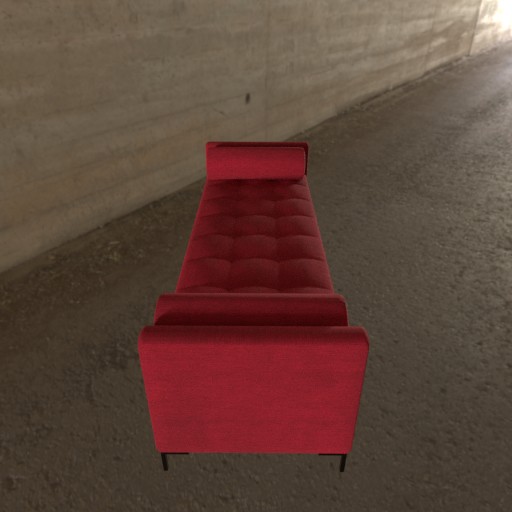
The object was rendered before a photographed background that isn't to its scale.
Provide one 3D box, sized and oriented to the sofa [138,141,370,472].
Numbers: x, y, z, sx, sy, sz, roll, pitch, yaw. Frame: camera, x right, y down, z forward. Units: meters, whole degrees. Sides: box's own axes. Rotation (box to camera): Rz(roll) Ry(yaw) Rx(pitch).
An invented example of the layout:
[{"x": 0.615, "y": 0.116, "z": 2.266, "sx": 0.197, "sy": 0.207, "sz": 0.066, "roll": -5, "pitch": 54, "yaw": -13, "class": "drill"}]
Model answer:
[{"x": 0.000, "y": 0.000, "z": 2.280, "sx": 0.686, "sy": 0.635, "sz": 1.981, "roll": 0, "pitch": 31, "yaw": 0, "class": "sofa"}]
